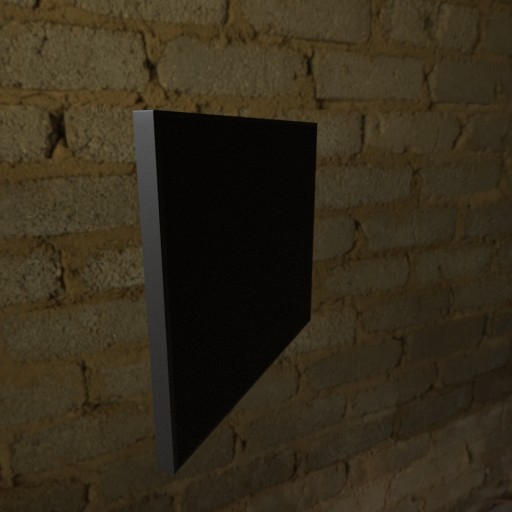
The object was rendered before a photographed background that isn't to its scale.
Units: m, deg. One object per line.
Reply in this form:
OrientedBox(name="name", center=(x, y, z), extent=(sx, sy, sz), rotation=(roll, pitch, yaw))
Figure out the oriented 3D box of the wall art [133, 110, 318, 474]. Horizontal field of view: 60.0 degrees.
OrientedBox(name="wall art", center=(0.000, 0.000, 0.773), extent=(0.029, 0.458, 0.559), rotation=(7, 17, 24))
